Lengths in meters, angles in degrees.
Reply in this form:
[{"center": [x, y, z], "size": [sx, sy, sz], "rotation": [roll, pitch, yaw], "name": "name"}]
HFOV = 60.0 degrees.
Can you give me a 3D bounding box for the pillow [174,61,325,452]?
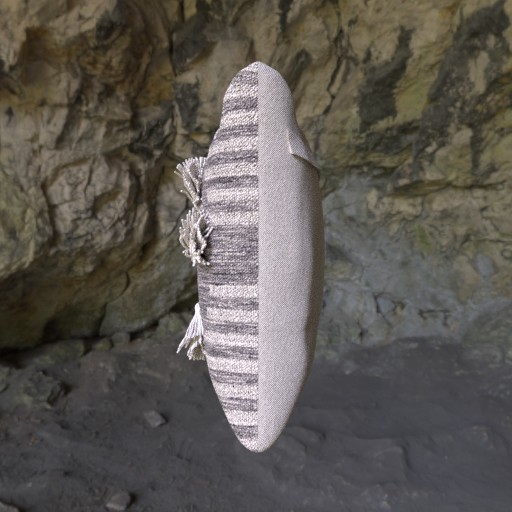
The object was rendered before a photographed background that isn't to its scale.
[{"center": [0.000, 0.000, 0.786], "size": [0.234, 0.490, 0.484], "rotation": [0, 0, 2], "name": "pillow"}]
